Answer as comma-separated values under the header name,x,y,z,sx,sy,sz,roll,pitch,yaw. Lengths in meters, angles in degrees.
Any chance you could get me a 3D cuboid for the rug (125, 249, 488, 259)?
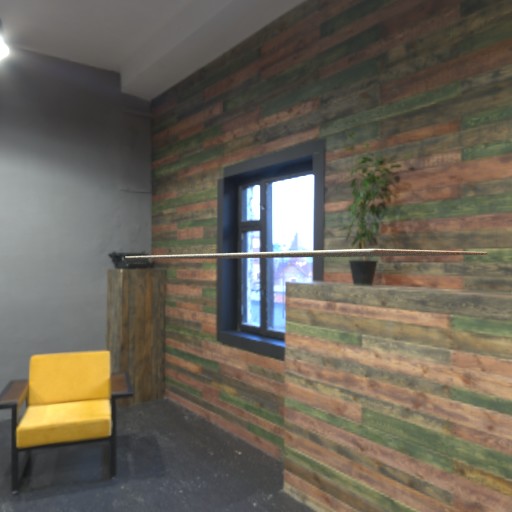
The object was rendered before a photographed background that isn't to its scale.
name,x,y,z,sx,sy,sz,roll,pitch,yaw
rug,0.000,0.000,2.742,0.793,0.014,2.450,1,-1,-36
